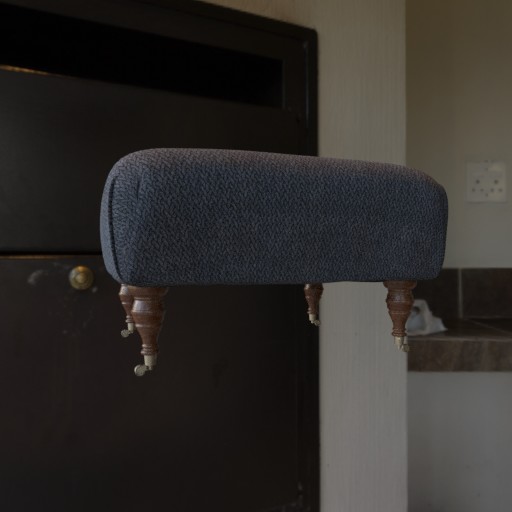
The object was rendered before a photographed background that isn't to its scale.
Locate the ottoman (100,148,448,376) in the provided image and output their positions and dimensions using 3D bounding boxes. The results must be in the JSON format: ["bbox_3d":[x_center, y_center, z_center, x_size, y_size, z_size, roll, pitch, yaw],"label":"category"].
[{"bbox_3d":[0.000,0.000,1.129,0.747,0.450,0.622,0,0,-20],"label":"ottoman"}]
